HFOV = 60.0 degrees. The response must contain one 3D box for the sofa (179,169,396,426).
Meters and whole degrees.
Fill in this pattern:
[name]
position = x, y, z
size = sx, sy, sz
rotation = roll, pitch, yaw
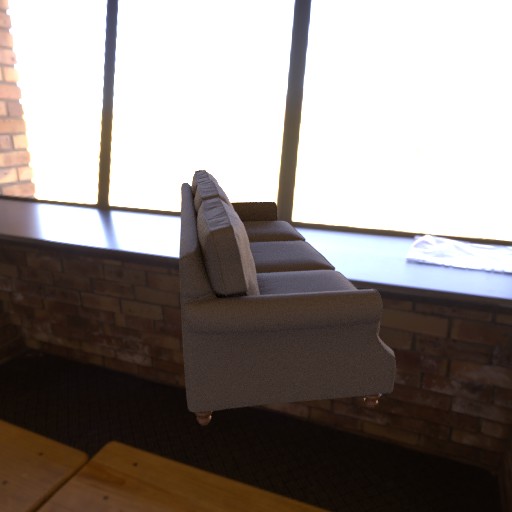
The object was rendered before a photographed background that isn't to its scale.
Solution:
[sofa]
position = 0.000, 0.000, 2.917
size = 0.966, 0.948, 2.353
rotation = -3, 17, -9
